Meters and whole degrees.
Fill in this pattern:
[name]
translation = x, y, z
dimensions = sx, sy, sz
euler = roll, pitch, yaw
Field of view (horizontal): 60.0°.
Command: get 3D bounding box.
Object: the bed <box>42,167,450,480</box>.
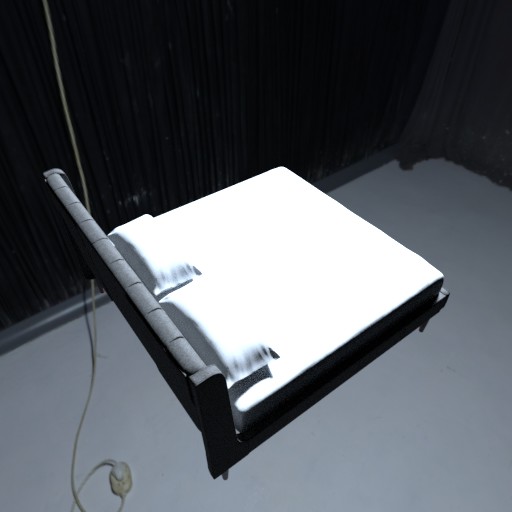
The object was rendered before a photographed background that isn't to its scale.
[bed]
translation = 0.000, 0.000, 2.497
dimensions = 1.638, 0.933, 1.531
euler = -27, 49, -26
